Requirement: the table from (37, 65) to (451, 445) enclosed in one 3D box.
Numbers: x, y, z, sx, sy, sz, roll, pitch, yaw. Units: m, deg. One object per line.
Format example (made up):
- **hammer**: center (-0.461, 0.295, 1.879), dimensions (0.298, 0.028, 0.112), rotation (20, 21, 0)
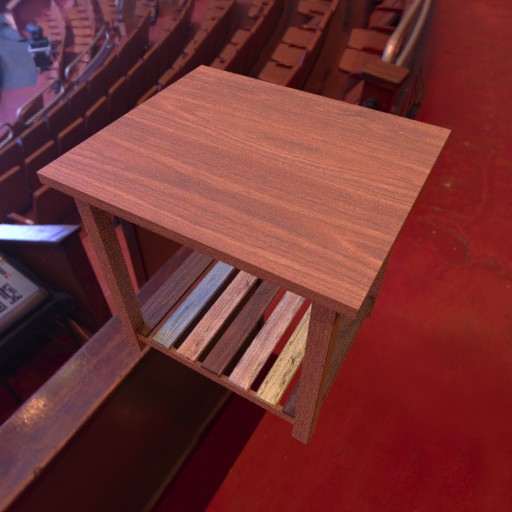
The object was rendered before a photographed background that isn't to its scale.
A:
- **table**: center (0.000, 0.000, 1.142), dimensions (0.660, 0.635, 0.559), rotation (23, 51, 20)
